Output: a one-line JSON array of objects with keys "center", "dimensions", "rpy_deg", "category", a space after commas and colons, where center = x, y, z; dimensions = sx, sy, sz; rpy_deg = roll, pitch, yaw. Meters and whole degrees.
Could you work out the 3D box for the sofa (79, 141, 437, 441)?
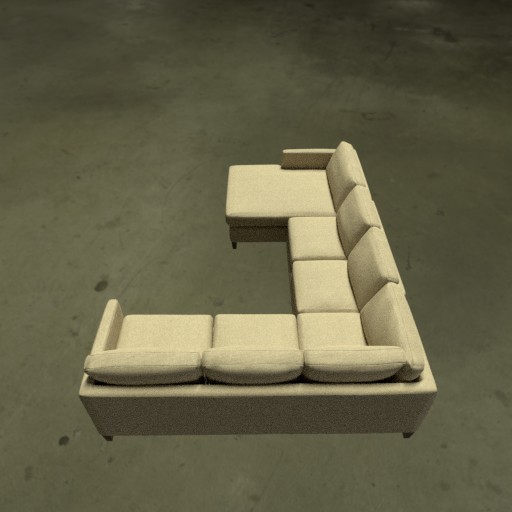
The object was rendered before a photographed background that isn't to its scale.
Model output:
[{"center": [0.000, 0.000, 4.543], "dimensions": [2.593, 0.959, 3.460], "rpy_deg": [0, 43, 0], "category": "sofa"}]
